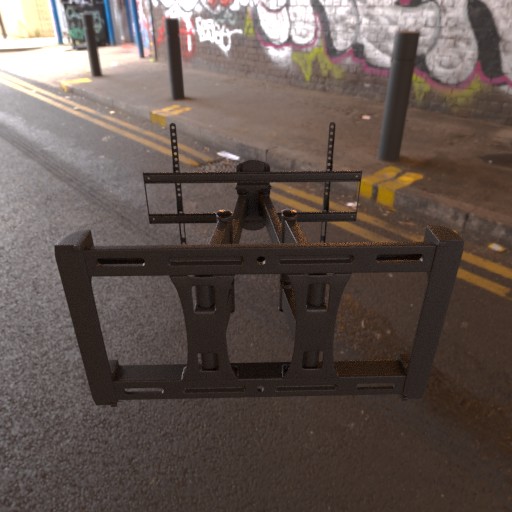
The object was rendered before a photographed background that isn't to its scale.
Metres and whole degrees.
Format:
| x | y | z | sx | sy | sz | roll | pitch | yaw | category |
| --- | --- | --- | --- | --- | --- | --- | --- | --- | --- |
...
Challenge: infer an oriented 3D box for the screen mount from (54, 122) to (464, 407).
| x | y | z | sx | sy | sz | roll | pitch | yaw | category |
| --- | --- | --- | --- | --- | --- | --- | --- | --- | --- |
| 0.000 | 0.000 | 1.083 | 0.661 | 0.491 | 0.644 | -1 | 30 | -1 | screen mount |
